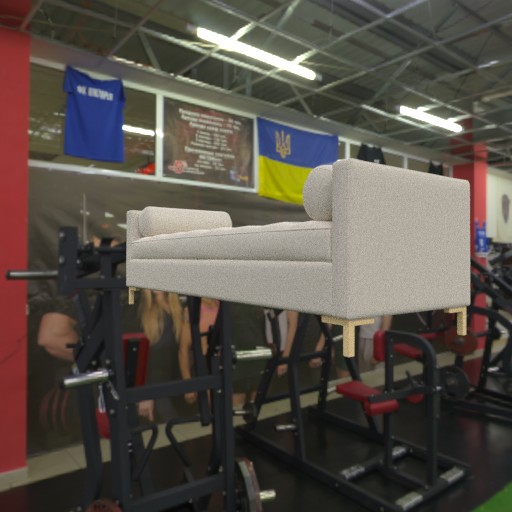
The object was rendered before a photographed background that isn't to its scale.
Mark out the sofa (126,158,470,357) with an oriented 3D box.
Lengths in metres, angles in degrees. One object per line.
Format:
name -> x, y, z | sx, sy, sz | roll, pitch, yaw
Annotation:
sofa -> 0.000, 0.000, 2.377 | 0.746, 0.641, 1.985 | 0, 0, -36
